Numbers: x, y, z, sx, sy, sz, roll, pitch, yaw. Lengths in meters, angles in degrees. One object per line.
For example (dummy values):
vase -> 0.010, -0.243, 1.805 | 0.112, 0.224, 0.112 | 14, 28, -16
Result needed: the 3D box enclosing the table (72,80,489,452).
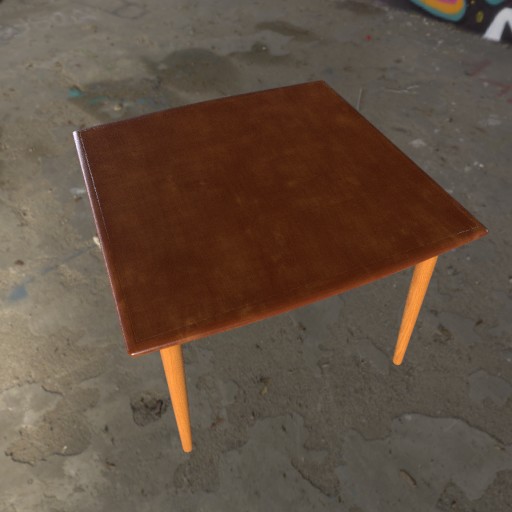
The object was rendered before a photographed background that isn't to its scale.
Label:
table -> 0.000, 0.000, 1.646 | 0.991, 0.754, 0.991 | -17, 50, -15
